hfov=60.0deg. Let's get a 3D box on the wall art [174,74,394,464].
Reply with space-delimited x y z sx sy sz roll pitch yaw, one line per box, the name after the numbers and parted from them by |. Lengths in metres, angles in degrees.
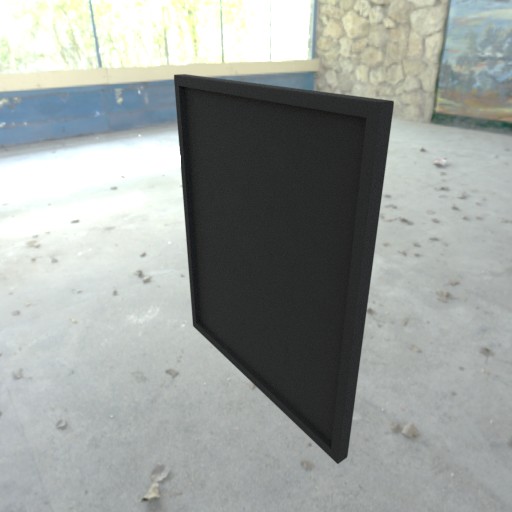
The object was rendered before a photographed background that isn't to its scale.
0.000 0.000 0.701 0.021 0.508 0.432 -18 32 -32 | wall art
